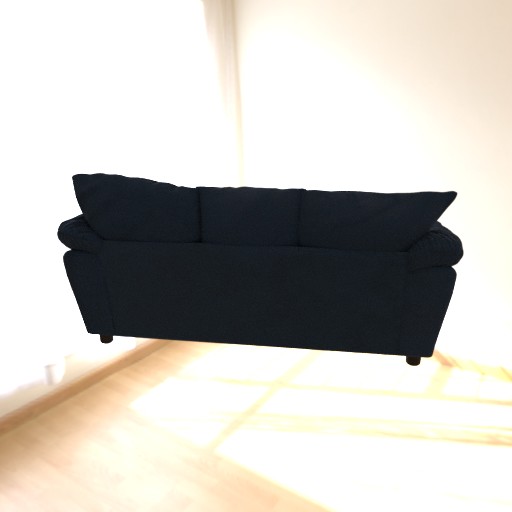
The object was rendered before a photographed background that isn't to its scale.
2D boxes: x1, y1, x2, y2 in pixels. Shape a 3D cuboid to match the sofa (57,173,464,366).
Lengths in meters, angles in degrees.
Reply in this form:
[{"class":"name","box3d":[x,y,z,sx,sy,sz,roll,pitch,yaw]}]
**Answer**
[{"class":"sofa","box3d":[0.000,0.000,2.874,2.390,1.091,0.907,2,17,8]}]
